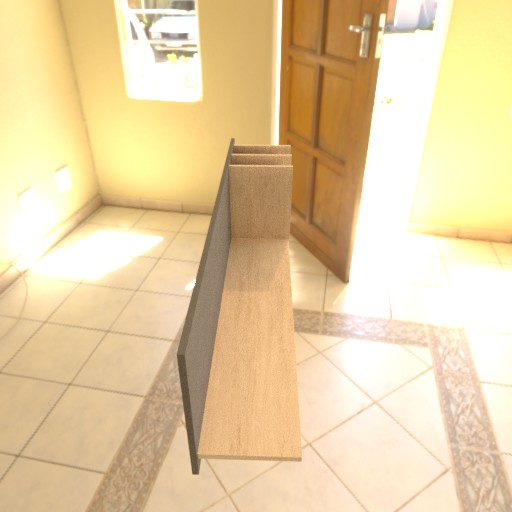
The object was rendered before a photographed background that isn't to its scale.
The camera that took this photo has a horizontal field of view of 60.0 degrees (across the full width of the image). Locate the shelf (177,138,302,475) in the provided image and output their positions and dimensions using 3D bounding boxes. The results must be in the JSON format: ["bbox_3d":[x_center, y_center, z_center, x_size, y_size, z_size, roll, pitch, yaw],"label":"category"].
[{"bbox_3d":[0.000,0.000,1.153,0.200,0.300,1.020,1,32,2],"label":"shelf"}]
